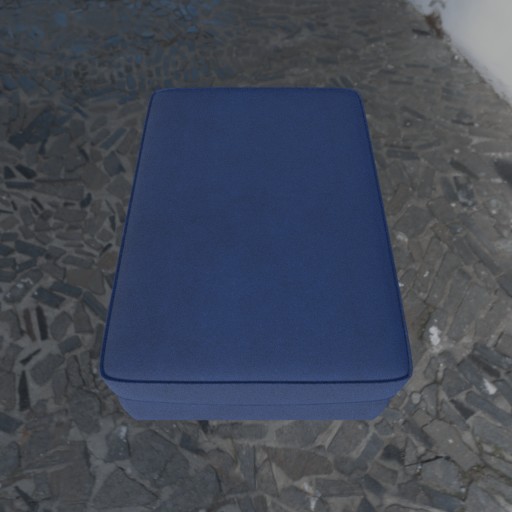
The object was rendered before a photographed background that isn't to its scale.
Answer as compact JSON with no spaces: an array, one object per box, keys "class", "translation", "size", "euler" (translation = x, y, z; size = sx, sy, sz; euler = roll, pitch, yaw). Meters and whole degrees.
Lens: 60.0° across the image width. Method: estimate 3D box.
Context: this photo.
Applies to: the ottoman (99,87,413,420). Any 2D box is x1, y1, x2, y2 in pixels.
[{"class":"ottoman","translation":[0.000,0.000,1.384],"size":[0.686,0.584,0.965],"euler":[0,58,0]}]
